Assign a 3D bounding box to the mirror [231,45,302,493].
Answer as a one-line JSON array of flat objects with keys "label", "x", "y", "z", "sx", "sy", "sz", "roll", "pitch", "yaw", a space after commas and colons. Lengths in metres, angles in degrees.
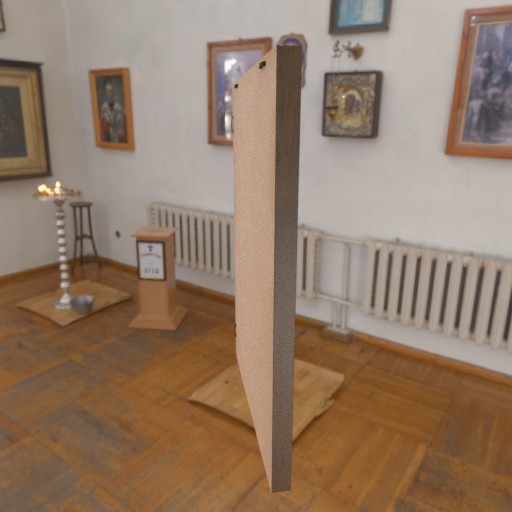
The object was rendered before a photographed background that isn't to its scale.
[{"label": "mirror", "x": 0.000, "y": 0.000, "z": 0.914, "sx": 0.040, "sy": 0.710, "sz": 0.507, "roll": -3, "pitch": 16, "yaw": -9}]
